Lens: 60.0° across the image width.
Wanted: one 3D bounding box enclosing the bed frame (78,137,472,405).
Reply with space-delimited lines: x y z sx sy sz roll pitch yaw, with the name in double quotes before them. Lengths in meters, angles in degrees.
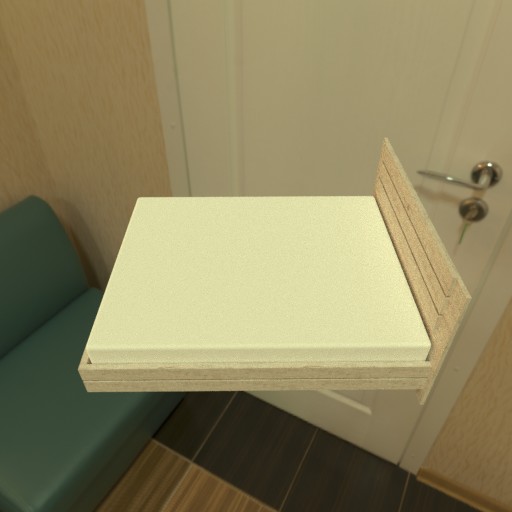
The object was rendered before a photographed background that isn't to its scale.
"bed frame" 0.000 0.000 3.116 2.080 0.970 1.750 0 40 0
